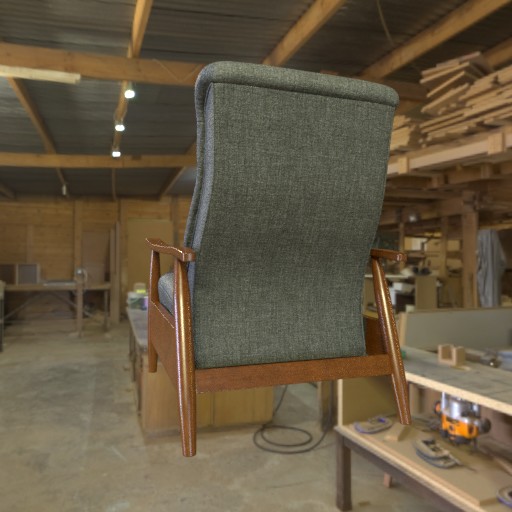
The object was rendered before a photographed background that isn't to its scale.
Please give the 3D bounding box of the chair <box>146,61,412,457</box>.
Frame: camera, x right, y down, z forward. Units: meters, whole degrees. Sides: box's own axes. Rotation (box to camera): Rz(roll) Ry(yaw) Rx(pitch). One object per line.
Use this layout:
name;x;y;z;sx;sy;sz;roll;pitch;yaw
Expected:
chair;0.000;0.000;1.756;0.762;1.082;1.030;0;-1;-19
